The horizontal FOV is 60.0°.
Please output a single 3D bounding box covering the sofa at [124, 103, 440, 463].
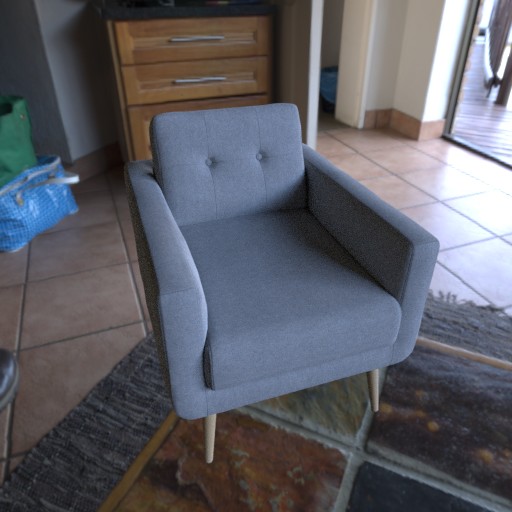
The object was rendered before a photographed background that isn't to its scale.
[{"bbox_3d":[0.000,0.000,1.521,0.770,0.860,0.920,-10,33,-16],"label":"sofa"}]
